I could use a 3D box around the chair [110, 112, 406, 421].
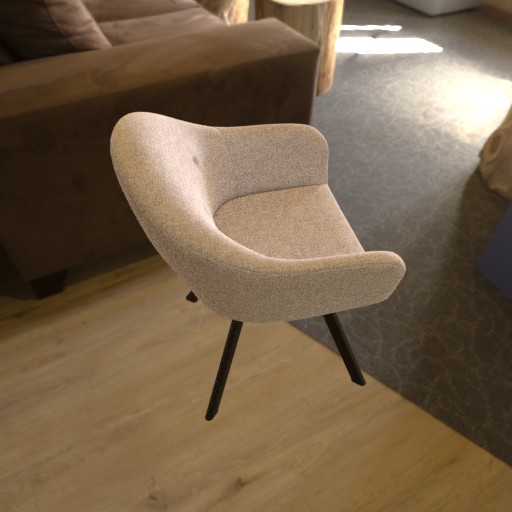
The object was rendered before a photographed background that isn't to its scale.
[{"bbox_3d":[0.000,0.000,1.149,0.570,0.780,0.540,-10,47,-9],"label":"chair"}]
